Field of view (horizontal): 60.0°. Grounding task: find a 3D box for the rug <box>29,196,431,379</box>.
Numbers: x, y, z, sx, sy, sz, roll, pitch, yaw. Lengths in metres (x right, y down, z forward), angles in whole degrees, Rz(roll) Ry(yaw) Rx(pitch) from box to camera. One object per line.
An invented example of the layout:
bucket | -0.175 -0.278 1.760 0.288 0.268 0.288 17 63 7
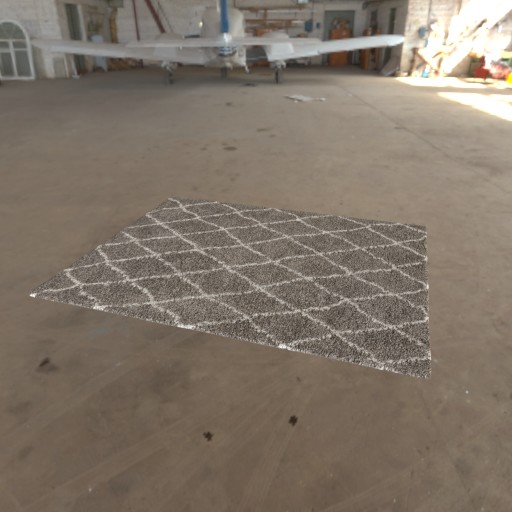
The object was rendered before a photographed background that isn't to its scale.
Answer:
rug | 0.000 0.000 4.146 3.047 0.029 2.438 9 28 16
